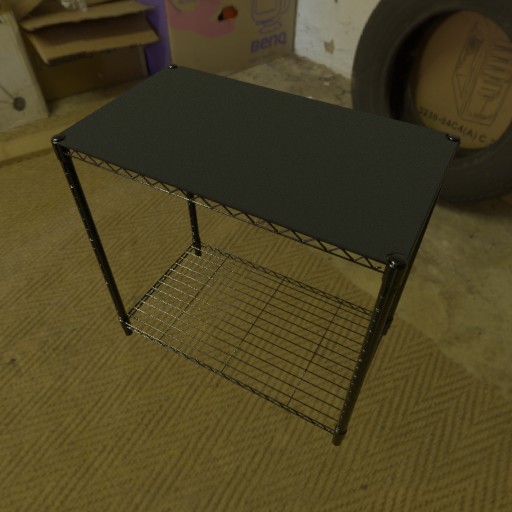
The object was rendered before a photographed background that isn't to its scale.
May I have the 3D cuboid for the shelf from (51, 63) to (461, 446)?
[{"bbox_3d":[0.000,0.000,0.924,0.589,0.564,0.338,22,50,20],"label":"shelf"}]
